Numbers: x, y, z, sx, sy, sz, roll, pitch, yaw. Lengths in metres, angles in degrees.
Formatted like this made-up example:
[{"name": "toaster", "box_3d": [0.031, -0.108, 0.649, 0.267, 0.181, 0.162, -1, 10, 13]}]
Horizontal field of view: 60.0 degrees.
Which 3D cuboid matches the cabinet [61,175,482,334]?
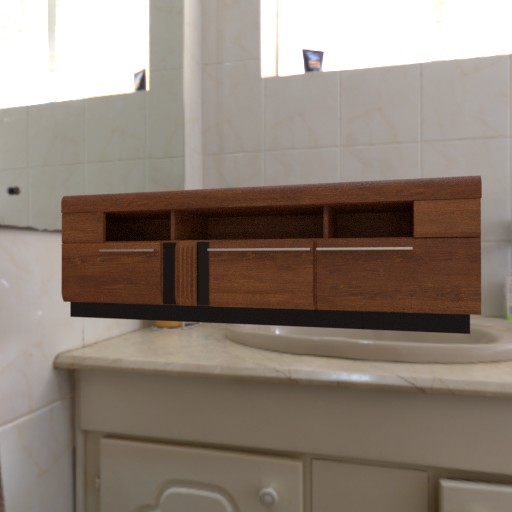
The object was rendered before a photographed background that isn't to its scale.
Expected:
[{"name": "cabinet", "box_3d": [0.000, 0.000, 1.804, 1.600, 0.510, 0.419, 0, -1, 16]}]
